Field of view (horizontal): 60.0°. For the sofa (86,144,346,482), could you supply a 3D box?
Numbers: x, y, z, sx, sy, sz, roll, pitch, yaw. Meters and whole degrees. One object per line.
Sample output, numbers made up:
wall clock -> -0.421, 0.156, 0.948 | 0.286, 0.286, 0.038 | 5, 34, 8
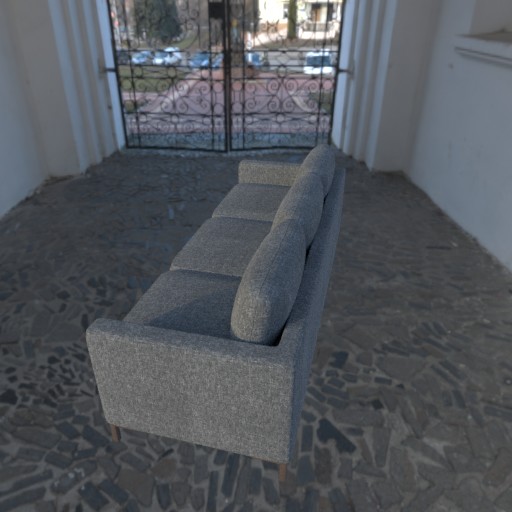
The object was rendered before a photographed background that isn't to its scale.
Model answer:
sofa -> 0.000, 0.000, 2.659 | 0.859, 0.874, 2.218 | 7, 31, 13
